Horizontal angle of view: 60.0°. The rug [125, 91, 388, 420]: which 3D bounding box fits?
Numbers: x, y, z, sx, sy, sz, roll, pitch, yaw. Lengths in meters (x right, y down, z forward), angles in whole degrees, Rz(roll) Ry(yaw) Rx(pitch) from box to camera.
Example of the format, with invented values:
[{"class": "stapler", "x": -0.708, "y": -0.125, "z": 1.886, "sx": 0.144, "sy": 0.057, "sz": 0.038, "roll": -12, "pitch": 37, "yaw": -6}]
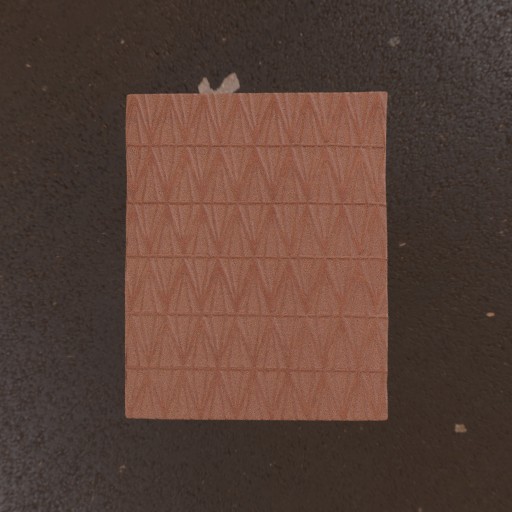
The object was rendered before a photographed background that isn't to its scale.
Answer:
[{"class": "rug", "x": 0.000, "y": 0.000, "z": 4.132, "sx": 2.453, "sy": 0.043, "sz": 3.052, "roll": 0, "pitch": 90, "yaw": 1}]
